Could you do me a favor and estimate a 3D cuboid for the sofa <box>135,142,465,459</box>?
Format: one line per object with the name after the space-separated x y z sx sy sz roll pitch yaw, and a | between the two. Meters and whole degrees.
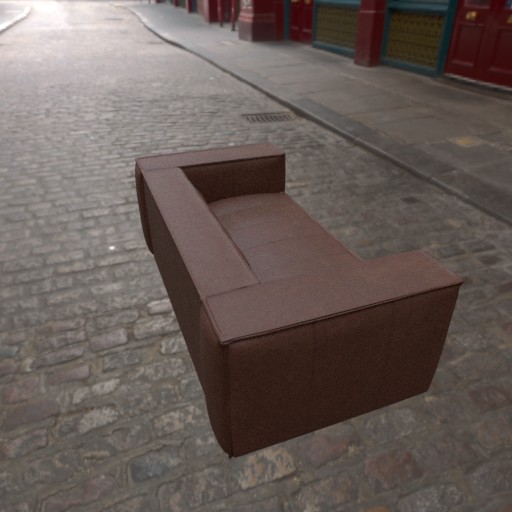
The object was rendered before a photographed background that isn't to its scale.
0.000 0.000 2.623 1.102 0.703 2.088 -11 33 -18 | sofa
